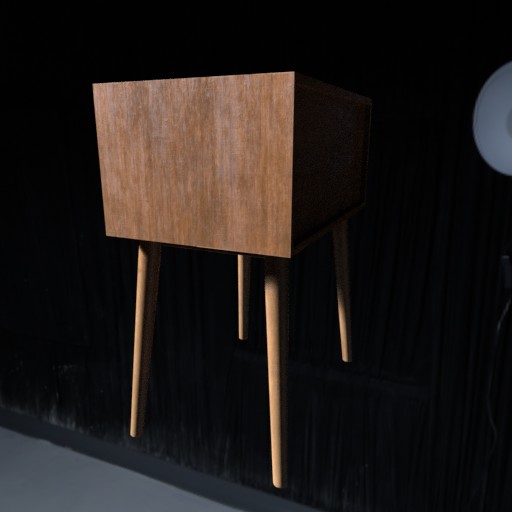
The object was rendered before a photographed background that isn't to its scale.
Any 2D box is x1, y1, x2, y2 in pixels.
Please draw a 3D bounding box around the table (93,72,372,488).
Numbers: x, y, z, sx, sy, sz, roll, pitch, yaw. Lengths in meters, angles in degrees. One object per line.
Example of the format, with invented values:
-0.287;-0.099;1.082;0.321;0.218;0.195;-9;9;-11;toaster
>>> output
0.000;0.000;0.838;0.307;0.580;0.454;7;17;24;table
